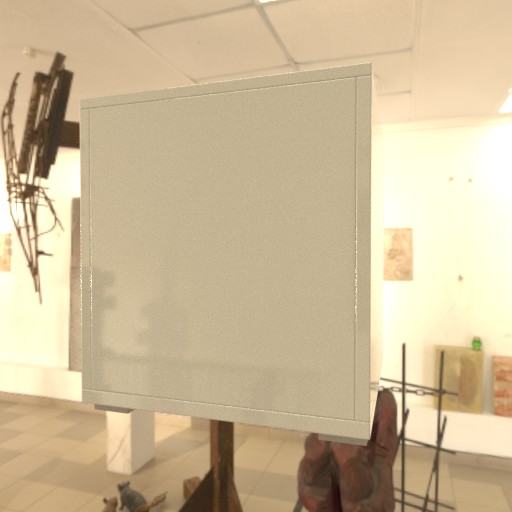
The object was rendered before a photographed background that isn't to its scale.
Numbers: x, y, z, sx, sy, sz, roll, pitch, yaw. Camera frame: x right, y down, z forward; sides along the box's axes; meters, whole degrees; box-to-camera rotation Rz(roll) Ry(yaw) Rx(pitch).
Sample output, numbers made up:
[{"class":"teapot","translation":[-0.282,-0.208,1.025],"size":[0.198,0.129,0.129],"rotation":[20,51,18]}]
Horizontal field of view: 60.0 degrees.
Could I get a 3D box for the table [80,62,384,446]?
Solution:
[{"class":"table","translation":[0.000,0.000,0.786],"size":[0.420,0.470,0.400],"rotation":[0,1,18]}]
